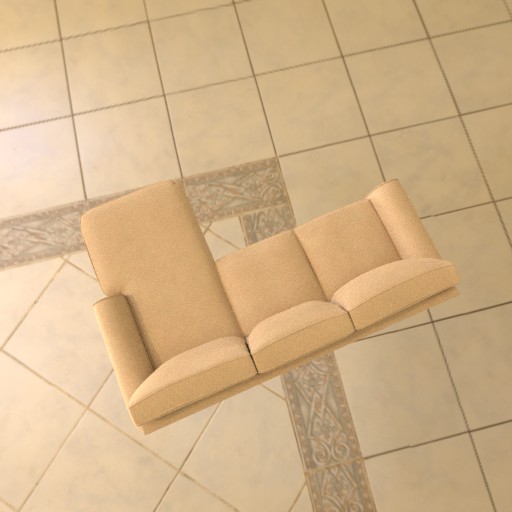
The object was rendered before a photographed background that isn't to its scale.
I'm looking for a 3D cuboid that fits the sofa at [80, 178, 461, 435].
[{"bbox_3d":[0.000,0.000,2.407,1.770,0.734,1.226,-23,77,-5],"label":"sofa"}]
